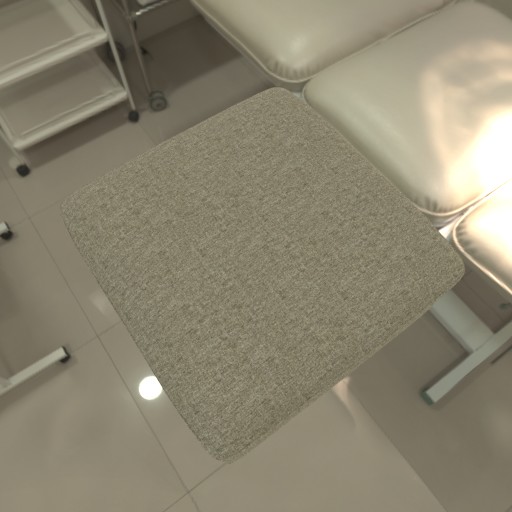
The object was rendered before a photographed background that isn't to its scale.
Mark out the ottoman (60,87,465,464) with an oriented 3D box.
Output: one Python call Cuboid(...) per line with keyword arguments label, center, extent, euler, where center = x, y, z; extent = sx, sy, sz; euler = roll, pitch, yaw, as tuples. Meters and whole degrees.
Cuboid(label="ottoman", center=(0.000, 0.000, 1.627), extent=(1.035, 0.526, 1.039), euler=(-33, 68, -15))
